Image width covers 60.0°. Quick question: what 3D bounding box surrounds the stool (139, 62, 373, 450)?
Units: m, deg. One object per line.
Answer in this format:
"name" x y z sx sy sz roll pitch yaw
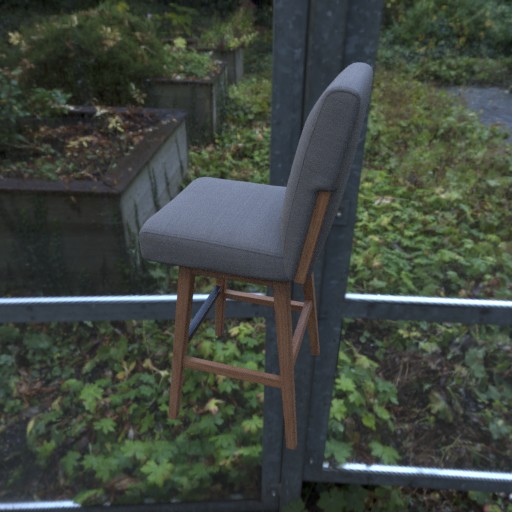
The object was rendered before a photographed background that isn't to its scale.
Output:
"stool" 0.000 0.000 1.394 0.570 1.112 0.483 8 31 14
